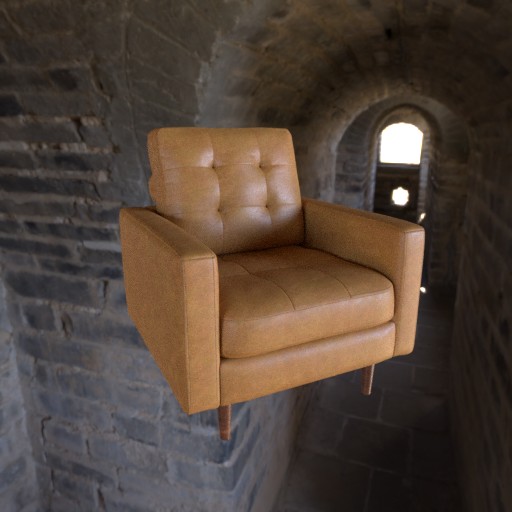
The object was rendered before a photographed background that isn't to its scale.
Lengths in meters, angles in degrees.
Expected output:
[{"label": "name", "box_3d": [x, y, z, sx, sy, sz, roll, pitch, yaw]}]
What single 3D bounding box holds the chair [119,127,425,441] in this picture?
[{"label": "chair", "box_3d": [0.000, 0.000, 1.593, 0.831, 0.896, 0.868, -8, 17, -26]}]
